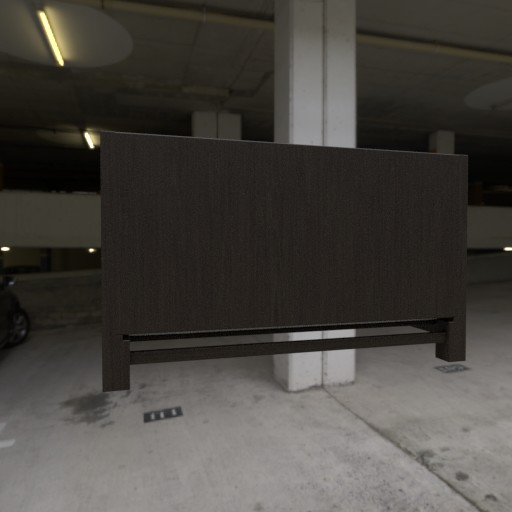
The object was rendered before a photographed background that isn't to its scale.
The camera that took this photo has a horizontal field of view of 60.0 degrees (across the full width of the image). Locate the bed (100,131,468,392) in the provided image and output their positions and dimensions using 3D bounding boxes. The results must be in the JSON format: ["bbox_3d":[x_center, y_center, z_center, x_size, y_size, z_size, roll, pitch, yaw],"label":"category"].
[{"bbox_3d":[0.000,0.000,3.409,2.134,1.270,2.012,0,1,-16],"label":"bed"}]
